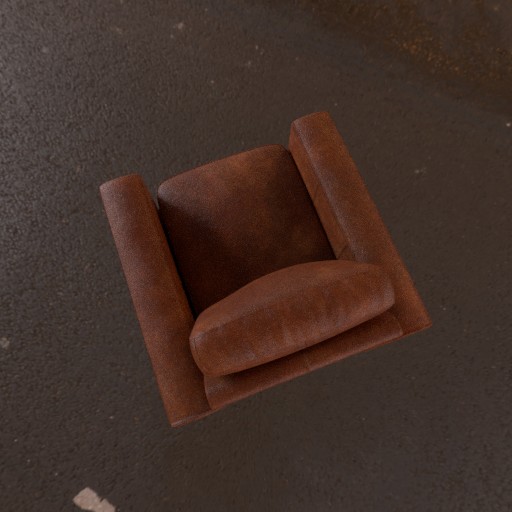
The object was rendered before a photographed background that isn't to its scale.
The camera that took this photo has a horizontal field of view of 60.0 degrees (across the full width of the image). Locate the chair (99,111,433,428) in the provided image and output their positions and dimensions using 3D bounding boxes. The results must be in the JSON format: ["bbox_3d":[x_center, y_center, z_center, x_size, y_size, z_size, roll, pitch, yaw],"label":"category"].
[{"bbox_3d":[0.000,0.000,1.806,1.005,0.873,1.016,-20,74,-6],"label":"chair"}]
